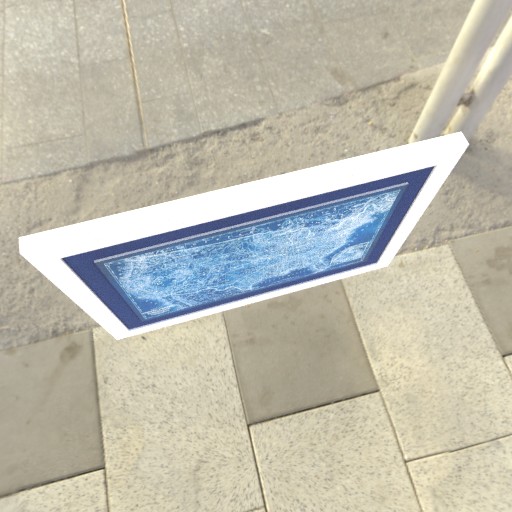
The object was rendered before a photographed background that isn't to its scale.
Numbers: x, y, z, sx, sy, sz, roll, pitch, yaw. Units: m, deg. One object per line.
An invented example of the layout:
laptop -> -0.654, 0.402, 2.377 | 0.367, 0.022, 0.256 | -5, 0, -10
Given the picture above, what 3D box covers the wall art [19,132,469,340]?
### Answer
wall art -> 0.000, 0.000, 1.663 | 1.308, 0.902, 0.051 | -15, 66, -7
